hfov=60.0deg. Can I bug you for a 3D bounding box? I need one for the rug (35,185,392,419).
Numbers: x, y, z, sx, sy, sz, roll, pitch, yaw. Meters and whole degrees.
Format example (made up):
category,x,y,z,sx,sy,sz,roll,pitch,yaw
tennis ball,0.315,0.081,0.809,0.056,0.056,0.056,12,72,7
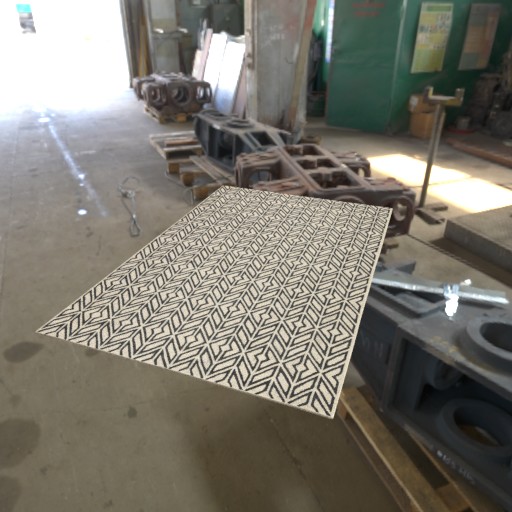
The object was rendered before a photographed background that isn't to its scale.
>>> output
category,x,y,z,sx,sy,sz,roll,pitch,yaw
rug,0.000,0.000,2.349,1.220,0.007,1.828,10,31,18
